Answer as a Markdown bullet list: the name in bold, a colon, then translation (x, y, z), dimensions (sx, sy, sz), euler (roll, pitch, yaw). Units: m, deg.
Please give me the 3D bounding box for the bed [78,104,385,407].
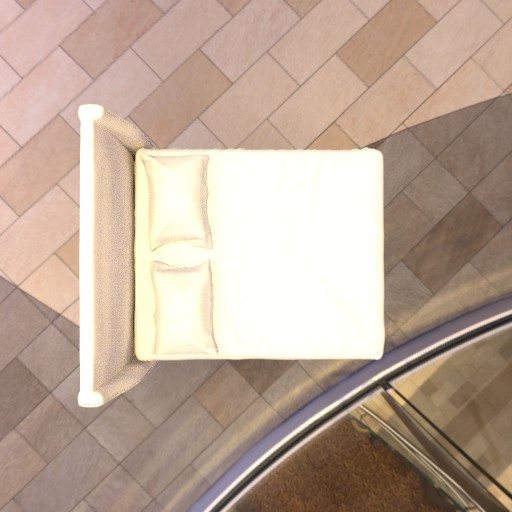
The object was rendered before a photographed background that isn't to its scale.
- **bed**: translation (0.000, 0.000, 3.446), dimensions (2.276, 1.332, 1.925), euler (0, 90, -1)
